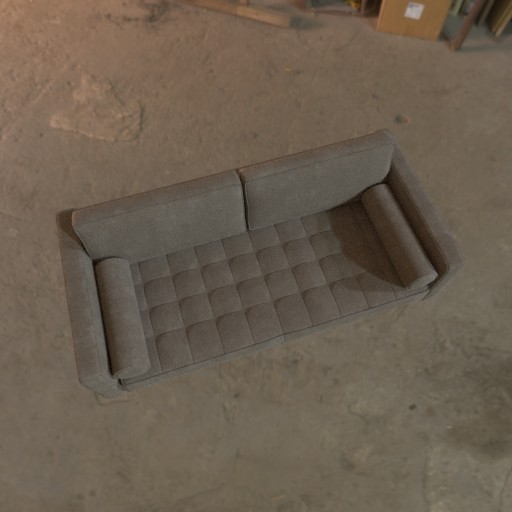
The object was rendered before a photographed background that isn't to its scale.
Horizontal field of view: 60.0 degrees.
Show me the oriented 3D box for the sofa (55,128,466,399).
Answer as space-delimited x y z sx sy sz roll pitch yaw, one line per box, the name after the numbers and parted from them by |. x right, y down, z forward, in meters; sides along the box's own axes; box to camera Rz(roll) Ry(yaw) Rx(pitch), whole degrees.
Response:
0.000 0.000 2.327 1.883 0.769 0.920 -16 65 -8 | sofa
